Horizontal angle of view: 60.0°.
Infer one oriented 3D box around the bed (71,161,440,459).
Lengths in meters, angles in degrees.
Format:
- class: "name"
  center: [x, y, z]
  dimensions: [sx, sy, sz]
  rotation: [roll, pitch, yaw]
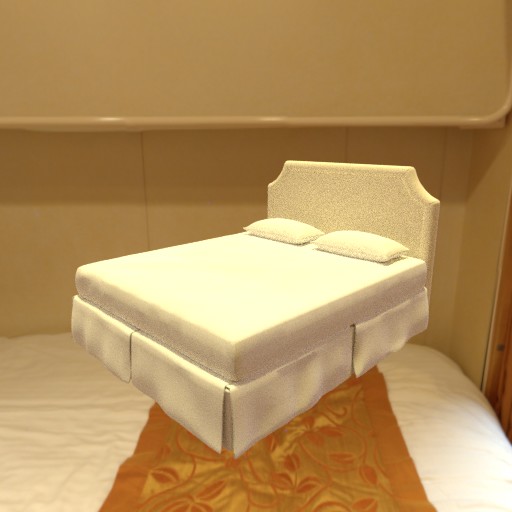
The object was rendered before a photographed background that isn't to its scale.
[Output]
- class: "bed"
  center: [0.000, 0.000, 4.145]
  dimensions: [2.773, 1.590, 2.350]
  rotation: [-14, 21, -43]
